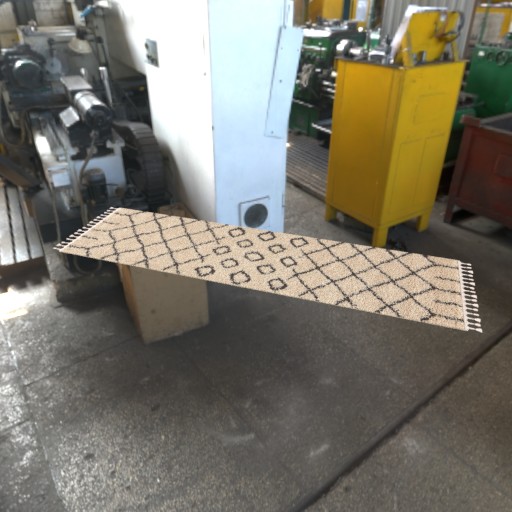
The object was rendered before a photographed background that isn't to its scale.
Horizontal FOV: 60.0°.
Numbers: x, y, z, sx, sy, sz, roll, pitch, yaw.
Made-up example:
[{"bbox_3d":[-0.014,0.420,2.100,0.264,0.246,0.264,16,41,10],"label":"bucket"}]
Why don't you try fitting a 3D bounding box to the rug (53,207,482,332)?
[{"bbox_3d":[0.000,0.000,2.679,2.464,0.005,0.660,10,33,16],"label":"rug"}]
